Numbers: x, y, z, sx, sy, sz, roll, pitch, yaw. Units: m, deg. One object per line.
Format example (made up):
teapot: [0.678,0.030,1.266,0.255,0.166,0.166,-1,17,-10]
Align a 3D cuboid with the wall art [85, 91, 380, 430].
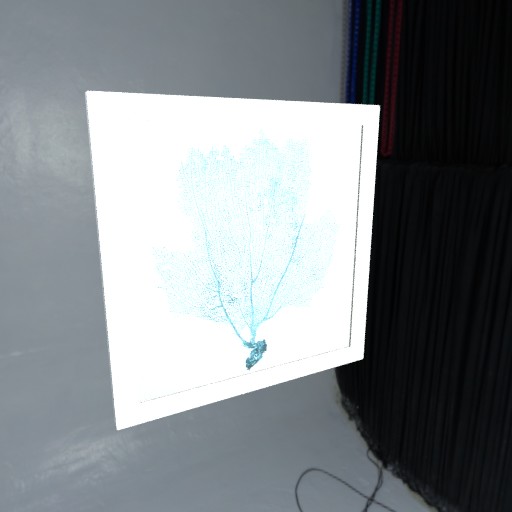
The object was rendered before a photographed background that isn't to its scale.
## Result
wall art: [0.000,0.000,0.875,0.584,0.584,0.013,-8,16,-27]
